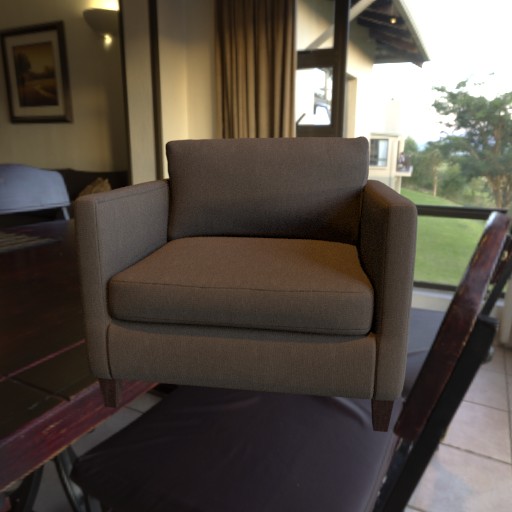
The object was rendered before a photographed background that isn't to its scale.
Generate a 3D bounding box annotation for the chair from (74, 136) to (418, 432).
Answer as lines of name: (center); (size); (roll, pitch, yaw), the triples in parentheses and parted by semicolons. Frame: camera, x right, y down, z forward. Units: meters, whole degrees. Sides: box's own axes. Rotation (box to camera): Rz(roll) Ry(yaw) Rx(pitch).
chair: (0.000, 0.000, 1.833); (1.107, 0.963, 0.959); (2, 14, 8)
